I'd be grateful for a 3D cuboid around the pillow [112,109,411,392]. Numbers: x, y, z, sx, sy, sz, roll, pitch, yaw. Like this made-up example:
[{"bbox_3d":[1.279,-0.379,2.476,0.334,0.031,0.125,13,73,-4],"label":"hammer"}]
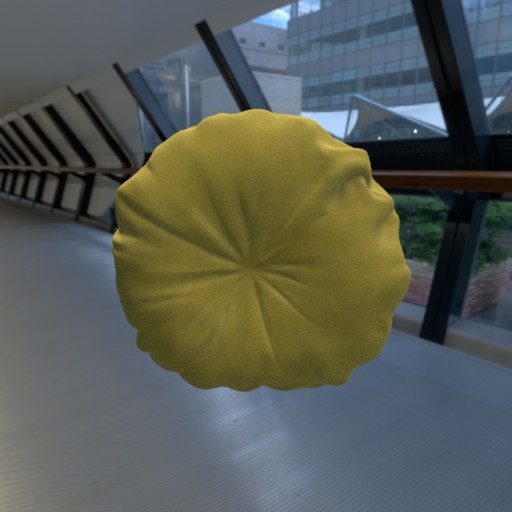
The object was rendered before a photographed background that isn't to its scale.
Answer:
[{"bbox_3d":[0.000,0.000,0.647,0.428,0.407,0.148,1,13,7],"label":"pillow"}]
